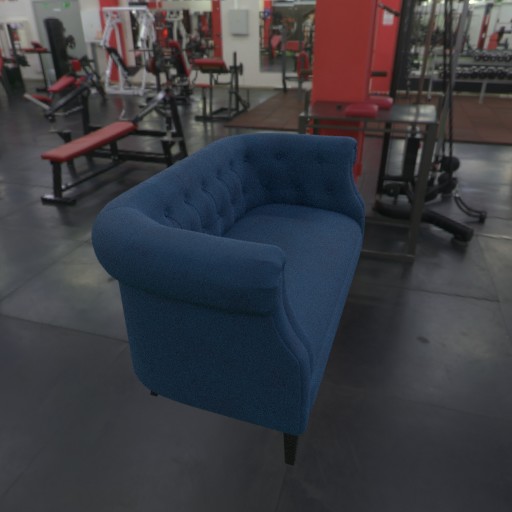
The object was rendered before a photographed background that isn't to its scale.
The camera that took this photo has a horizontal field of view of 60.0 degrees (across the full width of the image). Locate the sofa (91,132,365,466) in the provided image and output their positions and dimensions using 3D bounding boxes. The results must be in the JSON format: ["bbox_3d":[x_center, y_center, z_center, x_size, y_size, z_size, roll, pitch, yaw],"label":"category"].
[{"bbox_3d":[0.000,0.000,2.027,0.835,0.827,1.558,9,30,17],"label":"sofa"}]
